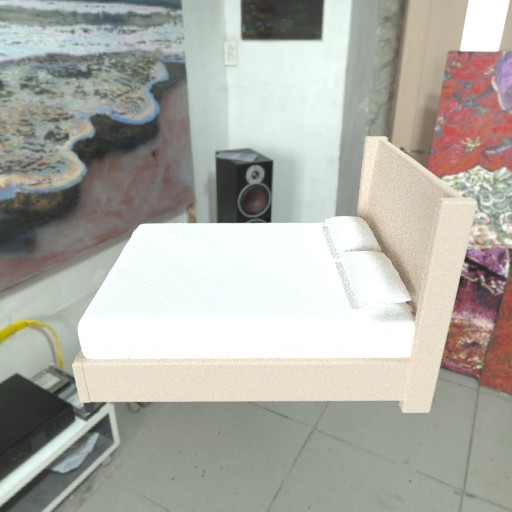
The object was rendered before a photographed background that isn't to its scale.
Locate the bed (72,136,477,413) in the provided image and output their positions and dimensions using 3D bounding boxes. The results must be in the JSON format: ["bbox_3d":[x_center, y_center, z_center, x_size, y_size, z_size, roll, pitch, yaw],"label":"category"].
[{"bbox_3d":[0.000,0.000,3.398,2.293,1.471,1.778,0,26,0],"label":"bed"}]
